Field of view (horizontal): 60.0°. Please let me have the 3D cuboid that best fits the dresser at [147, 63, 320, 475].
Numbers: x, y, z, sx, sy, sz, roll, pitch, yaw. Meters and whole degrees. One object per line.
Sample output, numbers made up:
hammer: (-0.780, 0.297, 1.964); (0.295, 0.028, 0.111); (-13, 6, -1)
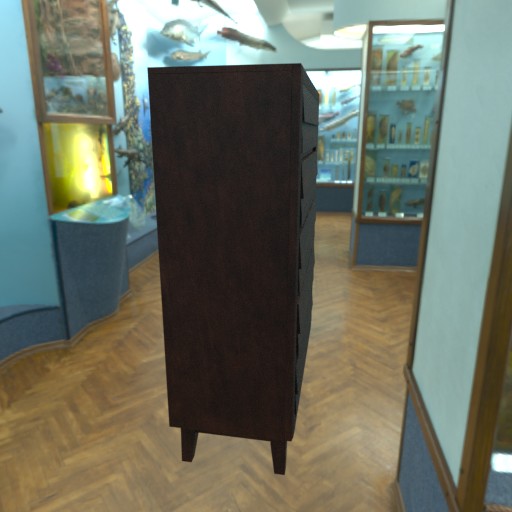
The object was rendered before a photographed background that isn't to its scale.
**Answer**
dresser: (0.000, 0.000, 2.074); (0.506, 1.514, 1.072); (3, 16, 10)
